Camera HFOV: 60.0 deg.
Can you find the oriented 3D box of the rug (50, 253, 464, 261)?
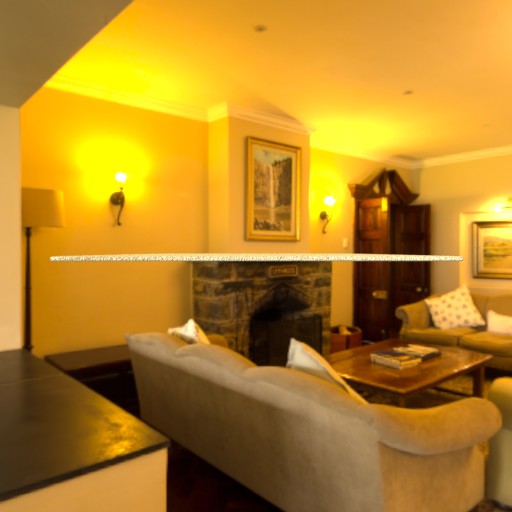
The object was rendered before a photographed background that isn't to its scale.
[{"bbox_3d":[0.000,0.000,4.106,2.438,0.029,3.047,0,1,0],"label":"rug"}]
